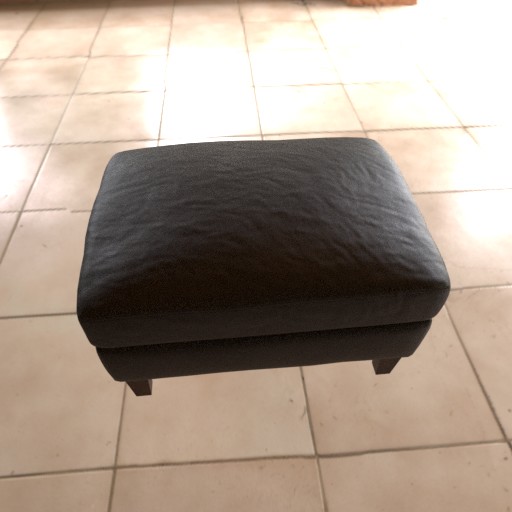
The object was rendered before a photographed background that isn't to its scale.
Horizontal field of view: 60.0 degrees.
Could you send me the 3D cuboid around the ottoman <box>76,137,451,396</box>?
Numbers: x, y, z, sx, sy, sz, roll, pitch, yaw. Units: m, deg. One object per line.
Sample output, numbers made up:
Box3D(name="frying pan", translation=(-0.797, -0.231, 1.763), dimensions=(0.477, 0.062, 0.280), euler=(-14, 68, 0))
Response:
Box3D(name="ottoman", translation=(0.000, 0.000, 1.325), dimensions=(0.887, 0.529, 0.659), euler=(-4, 47, -4))
